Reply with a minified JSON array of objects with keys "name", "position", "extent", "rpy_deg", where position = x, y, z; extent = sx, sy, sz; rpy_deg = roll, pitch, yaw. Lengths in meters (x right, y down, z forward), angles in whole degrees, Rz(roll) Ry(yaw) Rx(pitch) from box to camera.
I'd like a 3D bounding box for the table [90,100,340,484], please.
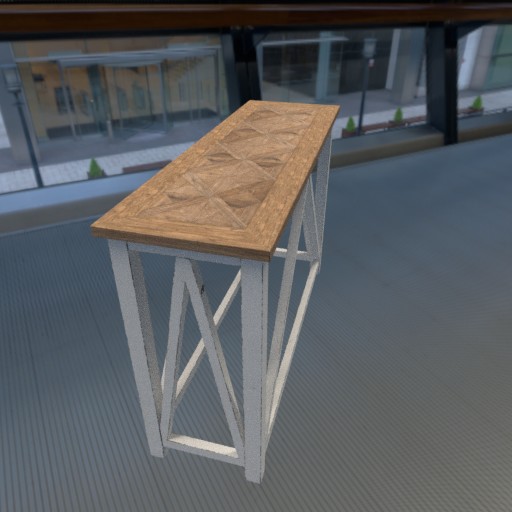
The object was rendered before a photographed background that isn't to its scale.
[{"name":"table","position":[0.000,0.000,1.841],"extent":[0.450,0.930,1.400],"rpy_deg":[8,33,13]}]
